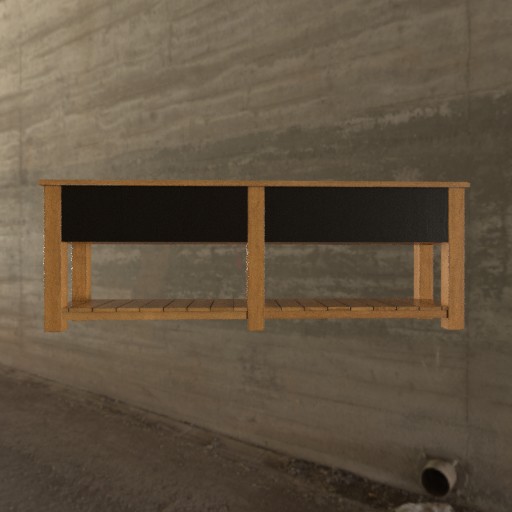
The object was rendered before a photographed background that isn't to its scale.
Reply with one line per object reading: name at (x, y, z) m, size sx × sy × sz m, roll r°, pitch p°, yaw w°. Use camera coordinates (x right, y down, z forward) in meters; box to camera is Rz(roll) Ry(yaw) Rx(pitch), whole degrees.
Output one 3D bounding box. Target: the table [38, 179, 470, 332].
table at (0.000, 0.000, 2.075) m, size 1.815 × 0.635 × 0.425 m, roll 0°, pitch 0°, yaw -2°
